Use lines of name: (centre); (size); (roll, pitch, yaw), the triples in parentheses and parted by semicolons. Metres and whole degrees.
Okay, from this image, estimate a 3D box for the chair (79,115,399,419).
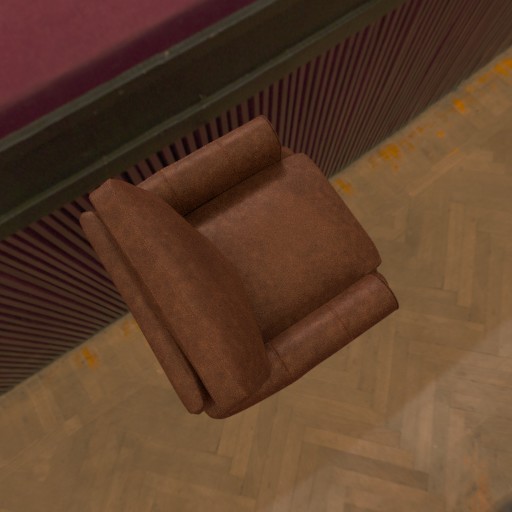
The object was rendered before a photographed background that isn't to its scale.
chair: (0.000, 0.000, 1.838); (1.002, 0.976, 0.996); (-32, 78, -8)
